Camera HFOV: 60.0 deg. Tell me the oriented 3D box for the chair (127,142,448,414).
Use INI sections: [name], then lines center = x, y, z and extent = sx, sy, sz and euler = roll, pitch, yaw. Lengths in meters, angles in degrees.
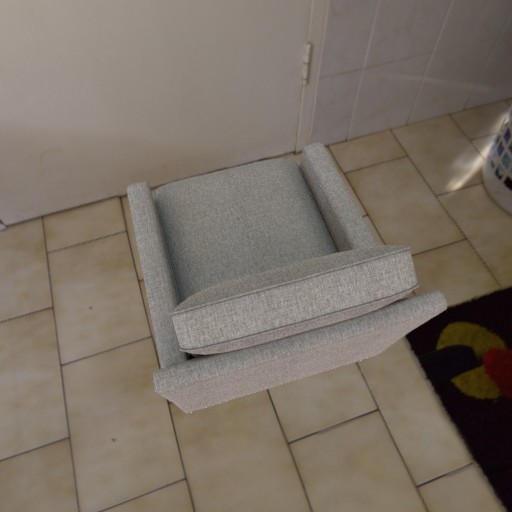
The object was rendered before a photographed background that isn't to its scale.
[chair]
center = 0.000, 0.000, 1.721
extent = 0.853, 0.943, 1.014
euler = -14, 60, -9
